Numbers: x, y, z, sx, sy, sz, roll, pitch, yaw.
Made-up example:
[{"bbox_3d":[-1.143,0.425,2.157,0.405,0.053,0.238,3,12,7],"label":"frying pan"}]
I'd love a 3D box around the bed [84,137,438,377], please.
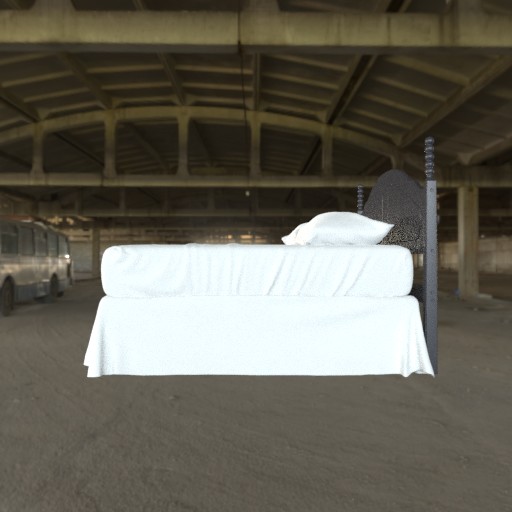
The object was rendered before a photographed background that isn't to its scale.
[{"bbox_3d":[0.000,0.000,3.315,2.040,1.356,1.873,0,0,-1],"label":"bed"}]
